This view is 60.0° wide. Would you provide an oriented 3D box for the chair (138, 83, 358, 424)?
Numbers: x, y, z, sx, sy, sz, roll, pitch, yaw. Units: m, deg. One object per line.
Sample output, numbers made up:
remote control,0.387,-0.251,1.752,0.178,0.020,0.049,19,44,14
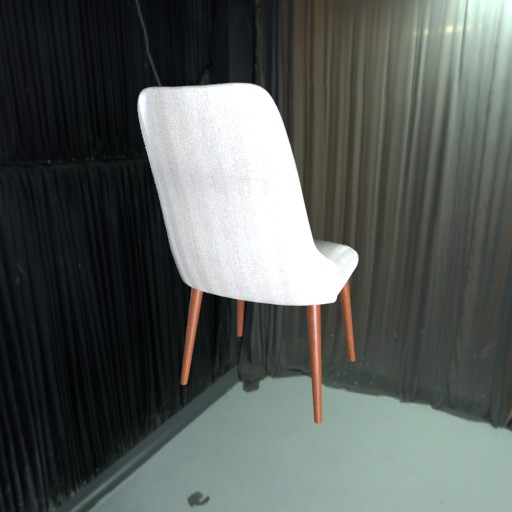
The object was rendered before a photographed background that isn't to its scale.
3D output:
chair,0.000,0.000,1.342,0.526,0.917,0.684,8,17,25
